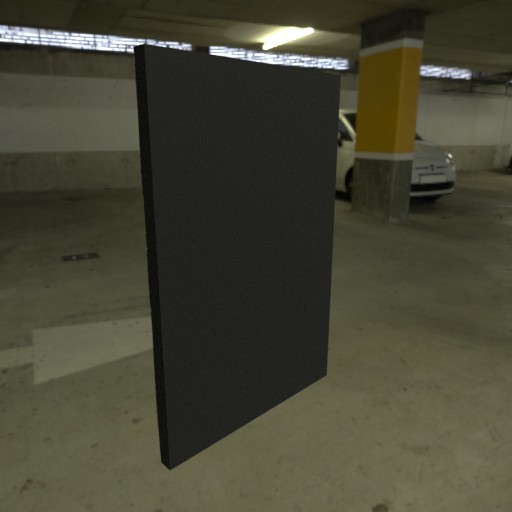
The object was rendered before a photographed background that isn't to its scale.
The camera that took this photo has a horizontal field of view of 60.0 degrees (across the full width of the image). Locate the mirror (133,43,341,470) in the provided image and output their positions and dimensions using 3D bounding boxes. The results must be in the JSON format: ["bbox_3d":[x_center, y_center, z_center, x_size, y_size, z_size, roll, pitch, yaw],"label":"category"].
[{"bbox_3d":[0.000,0.000,1.133,0.606,0.912,0.044,-15,21,-43],"label":"mirror"}]
